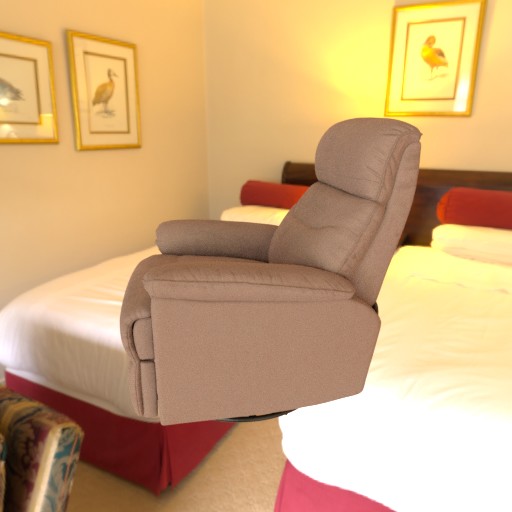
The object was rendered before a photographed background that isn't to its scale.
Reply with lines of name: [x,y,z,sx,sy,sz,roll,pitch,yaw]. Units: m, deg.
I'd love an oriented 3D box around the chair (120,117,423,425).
chair: [0.000,0.000,1.729,1.004,1.037,0.820,-2,16,-9]
